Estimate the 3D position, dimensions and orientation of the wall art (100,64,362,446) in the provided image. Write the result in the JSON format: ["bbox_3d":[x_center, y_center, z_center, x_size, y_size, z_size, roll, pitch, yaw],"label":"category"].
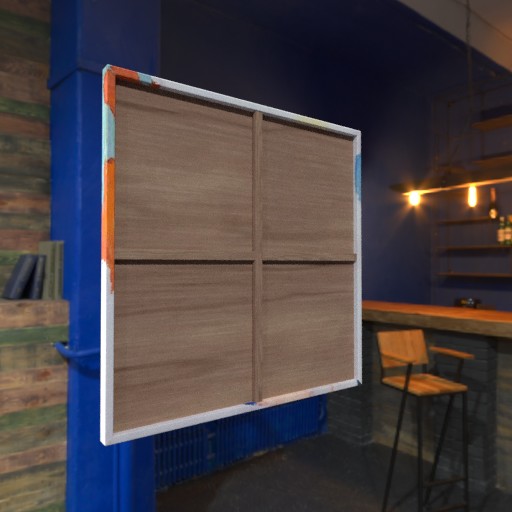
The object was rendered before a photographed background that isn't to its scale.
[{"bbox_3d":[0.000,0.000,1.494,1.017,1.017,0.044,1,-1,-36],"label":"wall art"}]
